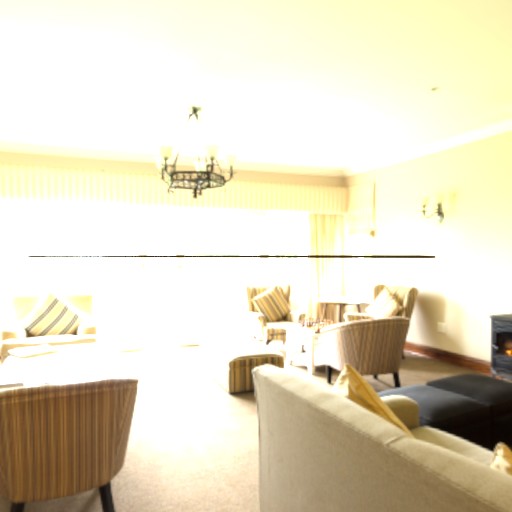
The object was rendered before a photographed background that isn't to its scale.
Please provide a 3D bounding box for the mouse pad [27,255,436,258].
[{"bbox_3d":[0.000,0.000,0.627,0.451,0.002,0.393,0,0,18],"label":"mouse pad"}]
